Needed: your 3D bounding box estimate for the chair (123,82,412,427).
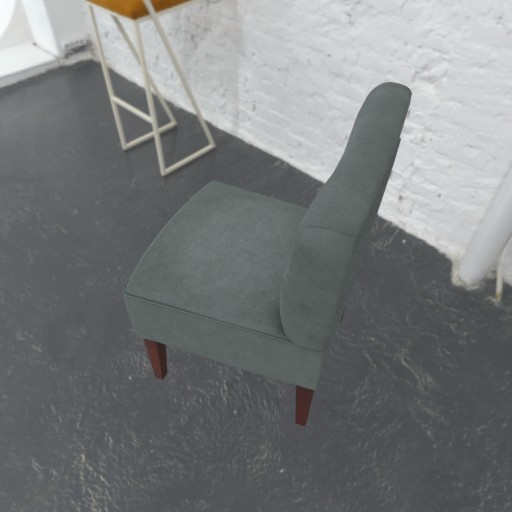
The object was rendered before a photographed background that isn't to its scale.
[{"bbox_3d":[0.000,0.000,1.152,0.554,0.806,0.521,17,48,16],"label":"chair"}]
